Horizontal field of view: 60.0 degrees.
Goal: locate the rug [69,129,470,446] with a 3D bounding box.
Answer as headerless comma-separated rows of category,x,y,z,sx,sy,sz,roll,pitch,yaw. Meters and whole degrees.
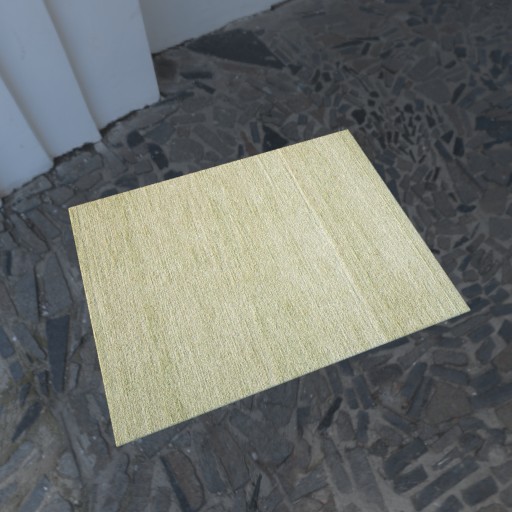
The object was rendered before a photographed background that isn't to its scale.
rug,0.000,0.000,4.261,3.198,0.016,2.425,-18,61,-10
